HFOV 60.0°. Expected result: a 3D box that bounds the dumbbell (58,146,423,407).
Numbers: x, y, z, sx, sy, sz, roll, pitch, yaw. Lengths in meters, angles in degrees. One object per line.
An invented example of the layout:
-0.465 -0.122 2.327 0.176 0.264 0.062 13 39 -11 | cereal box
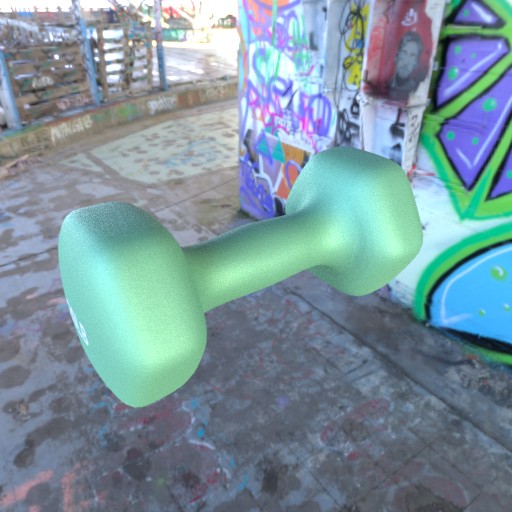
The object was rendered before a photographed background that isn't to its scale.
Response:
0.000 0.000 0.326 0.260 0.117 0.129 -20 35 -30 | dumbbell
